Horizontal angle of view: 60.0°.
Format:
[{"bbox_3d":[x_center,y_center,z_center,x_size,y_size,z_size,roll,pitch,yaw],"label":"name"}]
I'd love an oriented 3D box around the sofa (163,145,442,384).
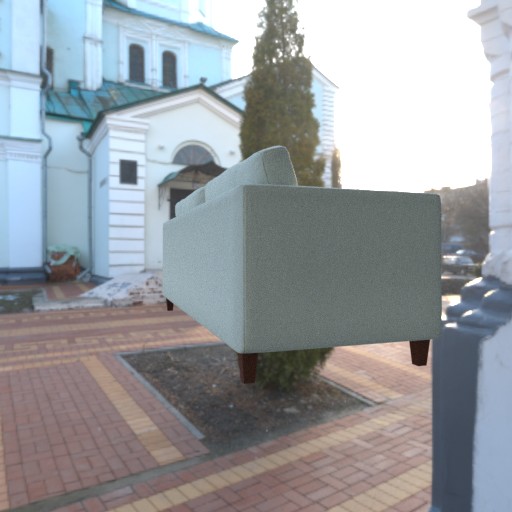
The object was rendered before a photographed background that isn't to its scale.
[{"bbox_3d":[0.000,0.000,2.915,0.948,0.965,2.434,0,1,-19],"label":"sofa"}]
